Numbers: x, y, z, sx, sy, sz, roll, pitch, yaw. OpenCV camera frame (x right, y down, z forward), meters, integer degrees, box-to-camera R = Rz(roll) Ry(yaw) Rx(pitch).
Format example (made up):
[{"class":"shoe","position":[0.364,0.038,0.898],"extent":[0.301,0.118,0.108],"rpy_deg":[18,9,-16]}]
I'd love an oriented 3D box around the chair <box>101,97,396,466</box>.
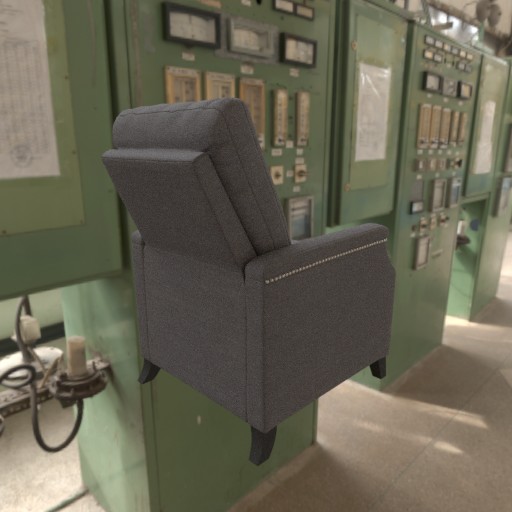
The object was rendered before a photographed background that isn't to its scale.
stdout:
[{"class":"chair","position":[0.000,0.000,1.650],"extent":[0.922,1.049,0.710],"rpy_deg":[-14,20,-43]}]
